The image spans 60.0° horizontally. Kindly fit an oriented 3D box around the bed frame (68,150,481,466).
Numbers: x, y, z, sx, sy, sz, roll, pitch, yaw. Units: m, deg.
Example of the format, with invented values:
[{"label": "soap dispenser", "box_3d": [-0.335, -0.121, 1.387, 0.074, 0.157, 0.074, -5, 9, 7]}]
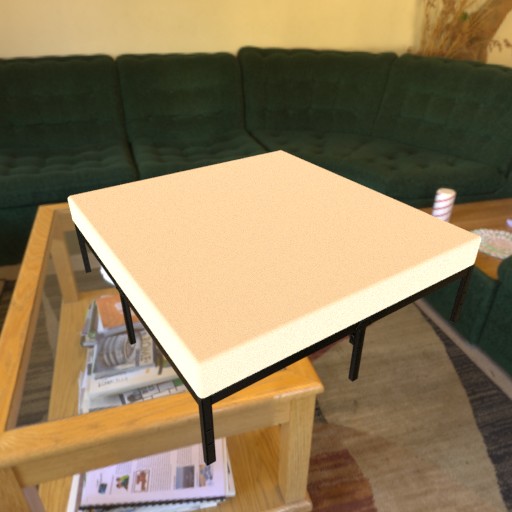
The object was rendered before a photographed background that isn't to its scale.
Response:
[{"label": "bed frame", "box_3d": [0.000, 0.000, 3.140, 1.963, 0.659, 2.079, -19, 36, -29]}]
